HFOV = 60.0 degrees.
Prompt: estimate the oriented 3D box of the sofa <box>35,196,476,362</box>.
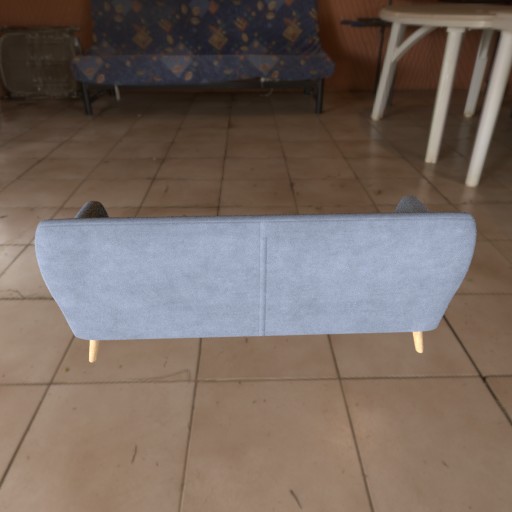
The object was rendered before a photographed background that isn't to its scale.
[{"bbox_3d":[0.000,0.000,2.372,1.970,0.830,0.830,-1,30,-2],"label":"sofa"}]
